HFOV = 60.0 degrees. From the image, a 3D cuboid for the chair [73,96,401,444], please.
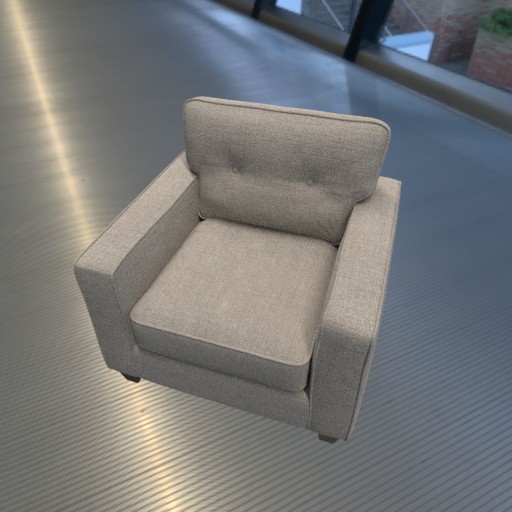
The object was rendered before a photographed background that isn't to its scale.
[{"bbox_3d":[0.000,0.000,1.759,1.015,0.965,0.939,12,42,14],"label":"chair"}]
